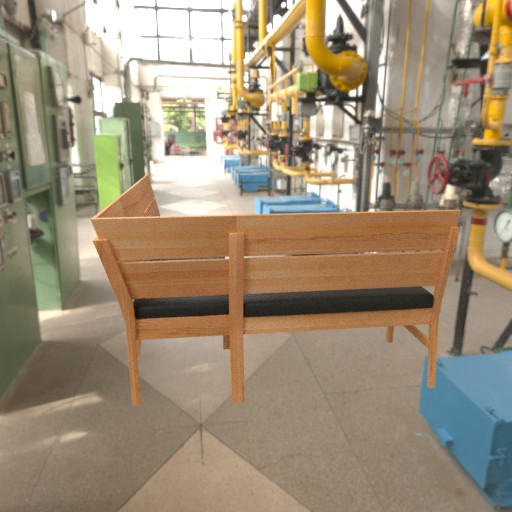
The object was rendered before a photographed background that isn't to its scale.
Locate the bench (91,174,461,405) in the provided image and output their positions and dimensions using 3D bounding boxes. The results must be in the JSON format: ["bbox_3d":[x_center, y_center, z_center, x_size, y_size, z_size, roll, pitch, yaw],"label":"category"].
[{"bbox_3d":[0.000,0.000,2.870,1.548,0.890,1.948,-2,16,-7],"label":"bench"}]
